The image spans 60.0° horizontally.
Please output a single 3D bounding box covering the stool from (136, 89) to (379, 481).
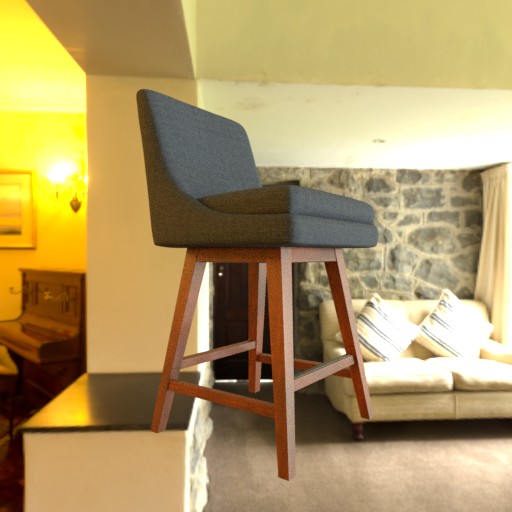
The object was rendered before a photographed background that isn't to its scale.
[{"bbox_3d":[0.000,0.000,1.197,0.524,0.895,0.467,0,0,37],"label":"stool"}]
